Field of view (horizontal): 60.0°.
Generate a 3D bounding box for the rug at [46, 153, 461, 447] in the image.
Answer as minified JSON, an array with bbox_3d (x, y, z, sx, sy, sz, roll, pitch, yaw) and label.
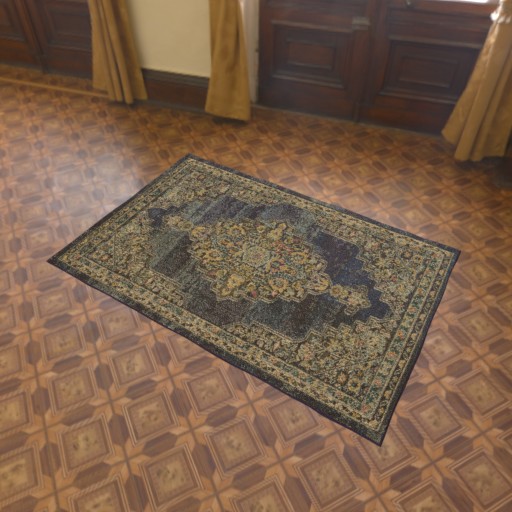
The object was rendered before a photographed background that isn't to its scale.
[{"bbox_3d":[0.000,0.000,2.271,1.781,0.012,1.184,24,50,22],"label":"rug"}]
